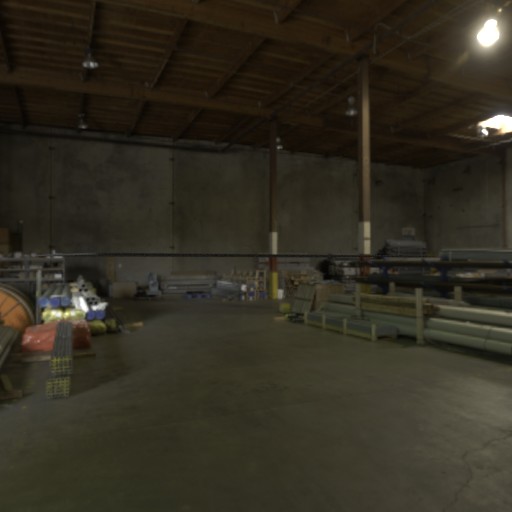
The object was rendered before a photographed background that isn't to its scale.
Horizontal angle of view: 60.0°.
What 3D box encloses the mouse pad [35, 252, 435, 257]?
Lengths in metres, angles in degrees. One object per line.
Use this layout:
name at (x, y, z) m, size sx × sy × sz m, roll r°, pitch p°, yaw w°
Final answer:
mouse pad at (0.000, 0.000, 1.075) m, size 0.907 × 0.003 × 0.424 m, roll 0°, pitch -1°, yaw -37°
